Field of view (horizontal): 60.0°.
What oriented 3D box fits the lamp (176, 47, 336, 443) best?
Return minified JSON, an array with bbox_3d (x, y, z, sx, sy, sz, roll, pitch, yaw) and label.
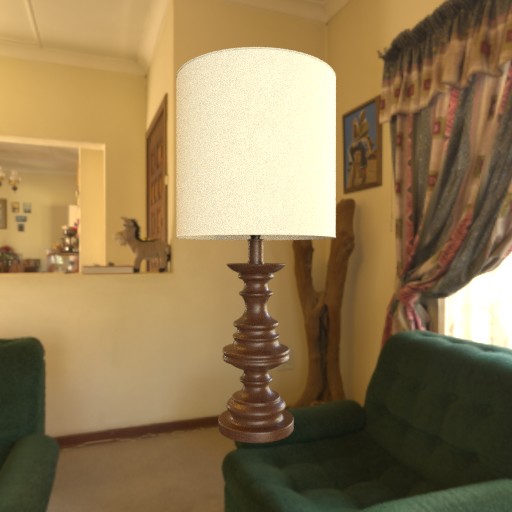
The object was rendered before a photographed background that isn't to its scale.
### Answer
[{"bbox_3d":[0.000,0.000,0.587,0.208,0.455,0.208,0,0,-37],"label":"lamp"}]
